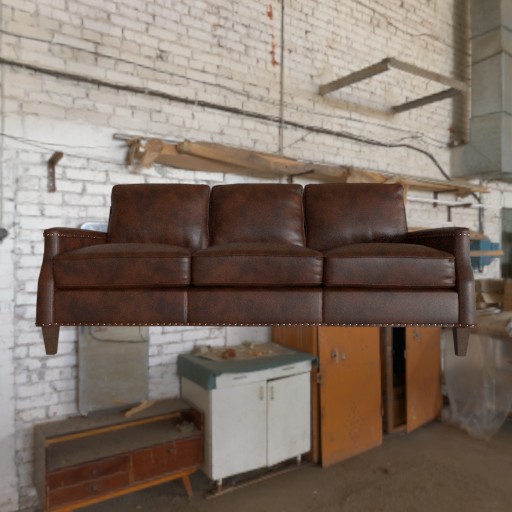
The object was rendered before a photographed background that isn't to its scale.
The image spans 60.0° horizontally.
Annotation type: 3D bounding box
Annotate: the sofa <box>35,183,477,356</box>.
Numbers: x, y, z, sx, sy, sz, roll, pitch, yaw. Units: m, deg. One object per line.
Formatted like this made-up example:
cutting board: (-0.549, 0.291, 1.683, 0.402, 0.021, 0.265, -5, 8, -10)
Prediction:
sofa: (0.000, 0.000, 2.745, 2.240, 1.003, 1.084, 0, 1, 1)
